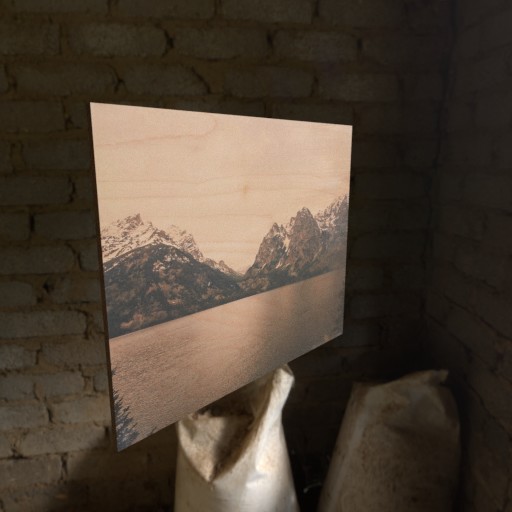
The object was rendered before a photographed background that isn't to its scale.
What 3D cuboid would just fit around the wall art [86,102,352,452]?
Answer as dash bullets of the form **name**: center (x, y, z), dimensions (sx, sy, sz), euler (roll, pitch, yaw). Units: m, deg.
- **wall art**: center (0.000, 0.000, 0.683), dimensions (0.010, 0.408, 0.508), euler (12, 17, 42)
